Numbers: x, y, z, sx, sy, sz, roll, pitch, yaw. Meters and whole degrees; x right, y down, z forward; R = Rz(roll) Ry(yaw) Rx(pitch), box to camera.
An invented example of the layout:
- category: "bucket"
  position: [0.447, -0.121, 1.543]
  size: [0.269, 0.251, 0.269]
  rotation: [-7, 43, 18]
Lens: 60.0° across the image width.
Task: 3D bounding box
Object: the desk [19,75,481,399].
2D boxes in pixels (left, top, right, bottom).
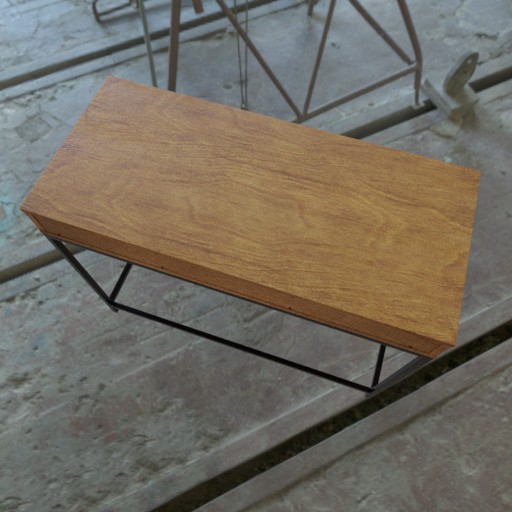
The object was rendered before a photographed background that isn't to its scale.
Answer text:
- category: "desk"
  position: [0.000, 0.000, 1.410]
  size: [1.016, 0.762, 0.470]
  rotation: [17, 66, 8]
